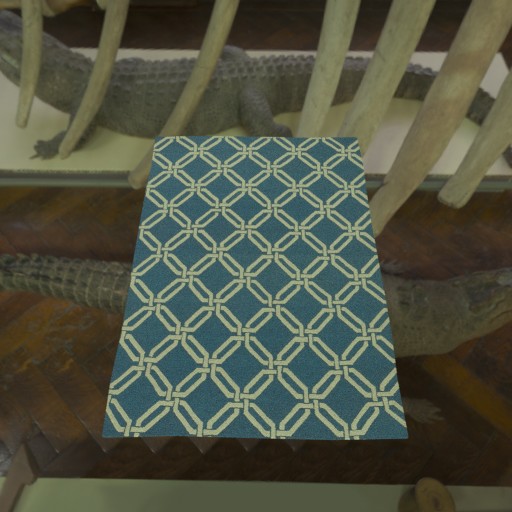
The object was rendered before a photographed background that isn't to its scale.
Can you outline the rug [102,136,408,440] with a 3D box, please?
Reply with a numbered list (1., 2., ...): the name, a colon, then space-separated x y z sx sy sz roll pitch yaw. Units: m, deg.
1. rug: 0.000 0.000 2.748 1.524 0.013 2.135 0 57 0
